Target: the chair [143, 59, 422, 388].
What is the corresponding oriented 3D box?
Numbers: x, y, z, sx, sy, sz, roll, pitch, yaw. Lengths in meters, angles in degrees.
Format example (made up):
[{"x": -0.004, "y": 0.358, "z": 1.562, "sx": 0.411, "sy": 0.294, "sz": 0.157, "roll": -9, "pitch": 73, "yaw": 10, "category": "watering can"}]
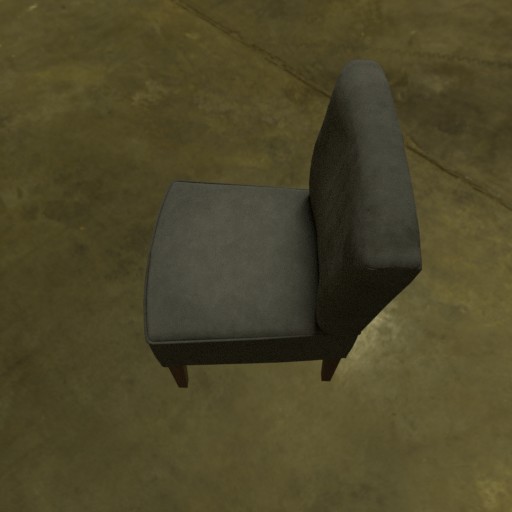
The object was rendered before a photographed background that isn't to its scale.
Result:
[{"x": 0.000, "y": 0.000, "z": 1.151, "sx": 0.554, "sy": 0.806, "sz": 0.521, "roll": 1, "pitch": 58, "yaw": 1, "category": "chair"}]
